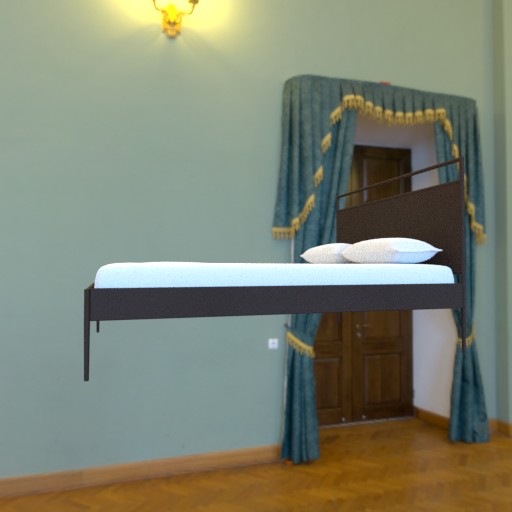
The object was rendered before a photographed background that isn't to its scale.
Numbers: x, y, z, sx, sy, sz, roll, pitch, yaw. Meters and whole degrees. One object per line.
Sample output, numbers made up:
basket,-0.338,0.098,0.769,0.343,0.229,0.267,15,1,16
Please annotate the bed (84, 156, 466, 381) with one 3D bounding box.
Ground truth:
bed,0.000,0.000,3.060,2.122,1.173,1.572,0,-1,-18
